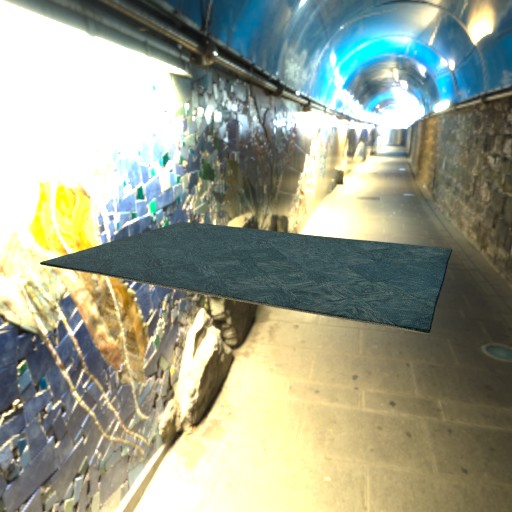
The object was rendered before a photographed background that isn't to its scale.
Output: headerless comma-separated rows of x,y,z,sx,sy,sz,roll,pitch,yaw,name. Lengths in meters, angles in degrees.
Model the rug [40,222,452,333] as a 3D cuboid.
0.000,0.000,2.194,1.728,0.017,1.136,7,17,25,rug
